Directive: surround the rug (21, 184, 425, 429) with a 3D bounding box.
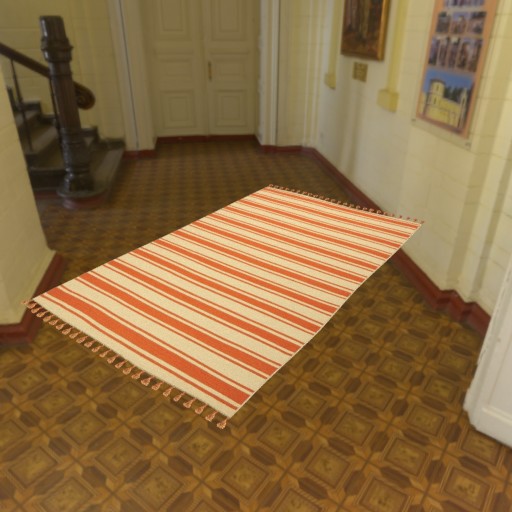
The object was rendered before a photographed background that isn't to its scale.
[{"bbox_3d":[0.000,0.000,2.498,1.232,0.017,2.092,19,34,31],"label":"rug"}]
